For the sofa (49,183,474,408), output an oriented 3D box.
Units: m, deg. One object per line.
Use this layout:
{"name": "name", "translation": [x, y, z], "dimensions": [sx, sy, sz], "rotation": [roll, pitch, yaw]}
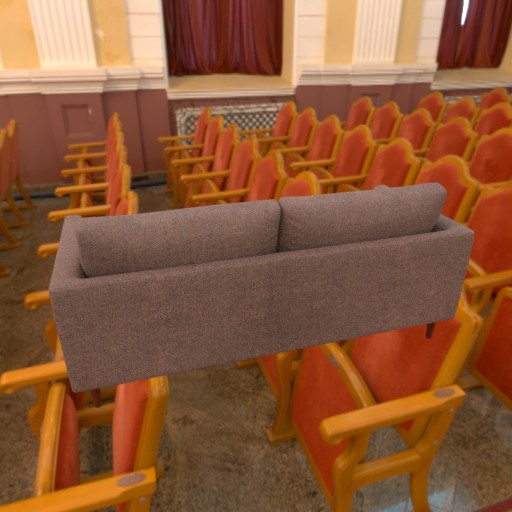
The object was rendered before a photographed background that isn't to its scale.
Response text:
{"name": "sofa", "translation": [0.000, 0.000, 2.426], "dimensions": [1.948, 0.868, 1.020], "rotation": [-8, 27, -15]}
